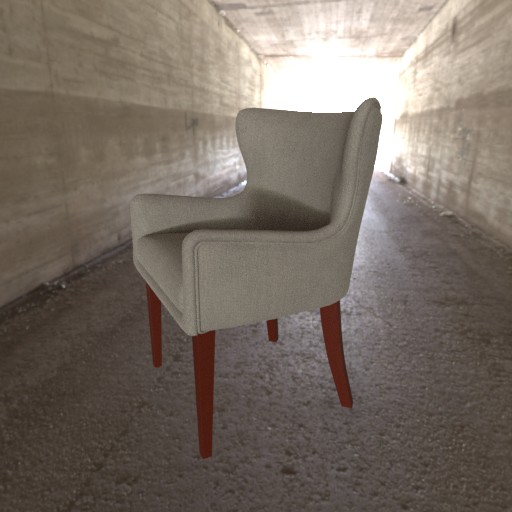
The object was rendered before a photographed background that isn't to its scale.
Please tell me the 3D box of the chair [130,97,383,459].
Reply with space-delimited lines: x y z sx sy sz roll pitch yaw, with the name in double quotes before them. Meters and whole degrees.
"chair" 0.000 0.000 1.441 0.677 0.948 0.732 -8 18 -25
